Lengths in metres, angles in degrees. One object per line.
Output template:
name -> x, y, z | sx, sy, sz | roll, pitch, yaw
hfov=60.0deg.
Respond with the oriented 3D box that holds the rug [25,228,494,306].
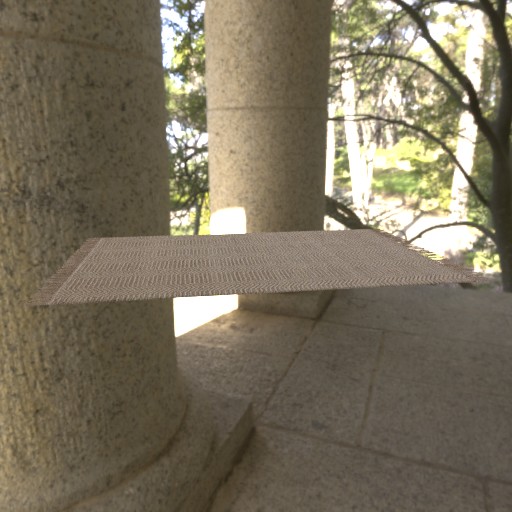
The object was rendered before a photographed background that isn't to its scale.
rug -> 0.000, 0.000, 3.045 | 2.523, 0.034, 1.528 | -2, 15, -9
